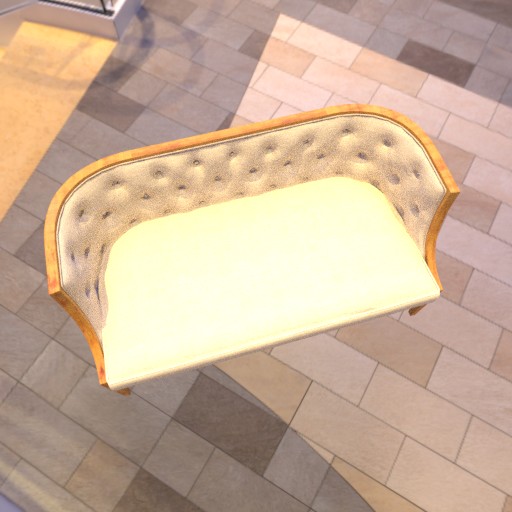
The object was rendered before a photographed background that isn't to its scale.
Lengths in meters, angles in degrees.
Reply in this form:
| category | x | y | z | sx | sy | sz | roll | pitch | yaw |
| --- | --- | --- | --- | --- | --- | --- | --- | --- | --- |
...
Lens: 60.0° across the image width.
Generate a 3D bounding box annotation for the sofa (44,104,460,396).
| category | x | y | z | sx | sy | sz | roll | pitch | yaw |
| --- | --- | --- | --- | --- | --- | --- | --- | --- | --- |
| sofa | 0.000 | 0.000 | 1.898 | 1.474 | 0.775 | 0.770 | -14 | 66 | -6 |
